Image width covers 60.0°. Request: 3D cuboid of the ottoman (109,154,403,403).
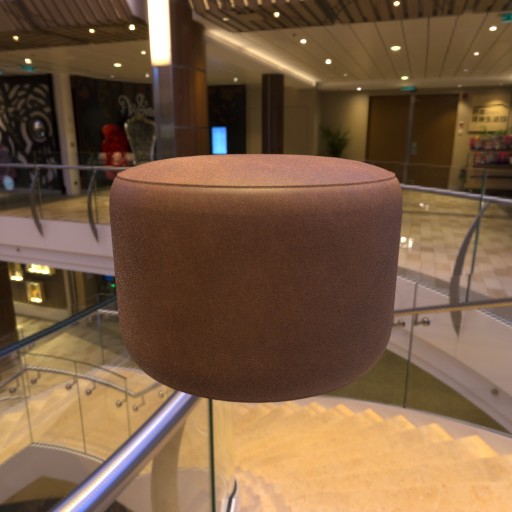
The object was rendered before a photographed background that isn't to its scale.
[{"bbox_3d":[0.000,0.000,0.994,0.607,0.438,0.607,0,15,0],"label":"ottoman"}]
